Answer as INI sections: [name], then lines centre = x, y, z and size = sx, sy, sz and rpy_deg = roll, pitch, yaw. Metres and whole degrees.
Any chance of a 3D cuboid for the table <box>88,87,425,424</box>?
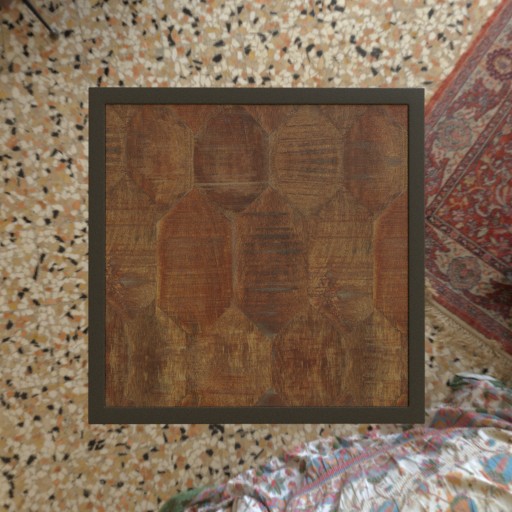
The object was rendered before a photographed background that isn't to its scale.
[table]
centre = 0.000, 0.000, 0.939
size = 0.500, 0.565, 0.500
rpy_deg = 0, 90, 0
